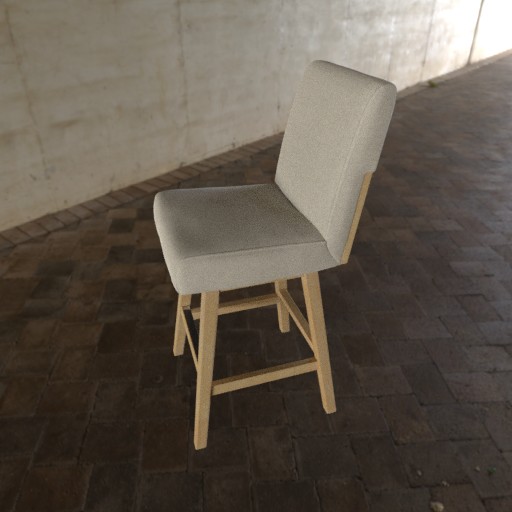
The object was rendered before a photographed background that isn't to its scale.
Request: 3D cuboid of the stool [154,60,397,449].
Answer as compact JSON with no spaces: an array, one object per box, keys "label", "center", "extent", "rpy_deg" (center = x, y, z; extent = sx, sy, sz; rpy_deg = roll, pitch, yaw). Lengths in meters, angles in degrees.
[{"label":"stool","center":[0.000,0.000,1.311],"extent":[0.543,1.015,0.446],"rpy_deg":[-9,33,-15]}]
